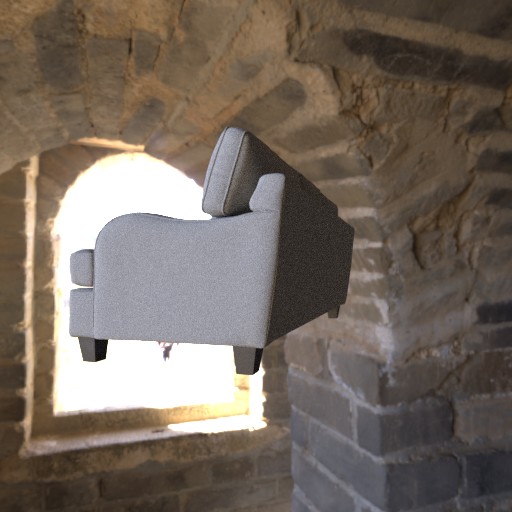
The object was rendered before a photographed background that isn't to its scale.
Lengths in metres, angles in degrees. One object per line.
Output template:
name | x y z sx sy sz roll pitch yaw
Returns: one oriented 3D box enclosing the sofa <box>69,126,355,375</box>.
sofa | 0.000 0.000 2.882 1.016 0.997 2.323 -1 -2 19
